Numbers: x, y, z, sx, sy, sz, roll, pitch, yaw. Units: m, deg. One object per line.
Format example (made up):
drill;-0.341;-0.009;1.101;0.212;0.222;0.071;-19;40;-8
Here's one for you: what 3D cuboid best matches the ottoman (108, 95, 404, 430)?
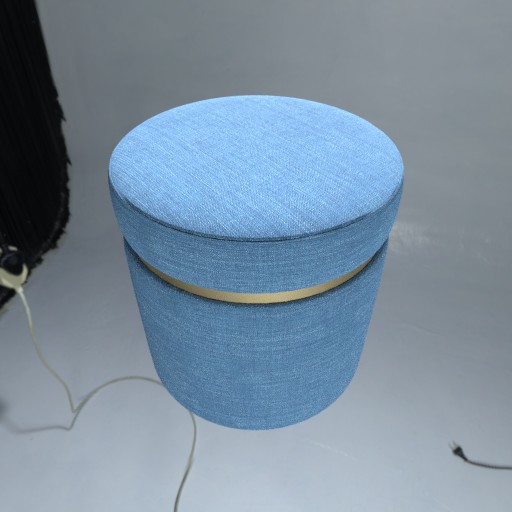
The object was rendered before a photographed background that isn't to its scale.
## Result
ottoman;0.000;0.000;0.723;0.398;0.406;0.398;0;41;0
